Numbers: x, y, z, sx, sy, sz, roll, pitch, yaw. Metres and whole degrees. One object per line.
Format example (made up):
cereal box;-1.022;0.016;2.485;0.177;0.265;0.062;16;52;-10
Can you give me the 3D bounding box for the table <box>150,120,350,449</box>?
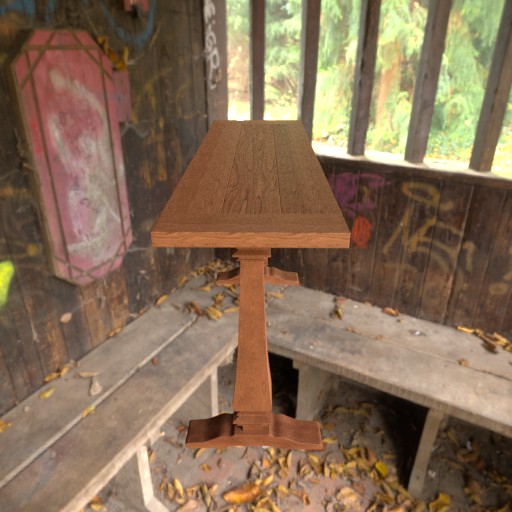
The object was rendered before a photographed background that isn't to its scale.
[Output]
table;0.000;0.000;1.842;0.461;0.852;1.478;0;26;1
